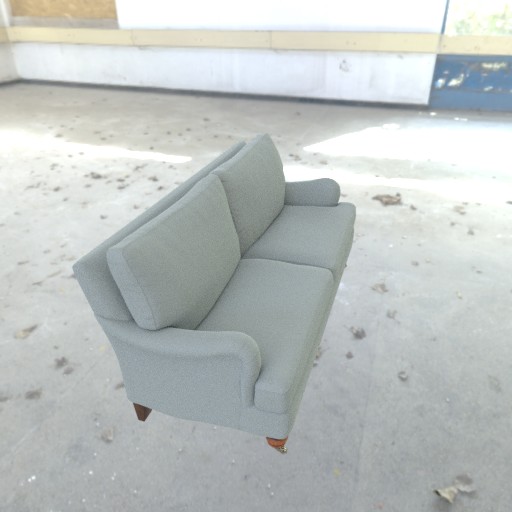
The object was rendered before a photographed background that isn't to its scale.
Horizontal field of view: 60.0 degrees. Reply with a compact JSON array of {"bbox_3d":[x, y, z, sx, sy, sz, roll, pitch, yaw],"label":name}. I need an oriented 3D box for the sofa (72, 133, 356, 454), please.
[{"bbox_3d":[0.000,0.000,2.938,1.069,1.096,2.193,10,32,16],"label":"sofa"}]
